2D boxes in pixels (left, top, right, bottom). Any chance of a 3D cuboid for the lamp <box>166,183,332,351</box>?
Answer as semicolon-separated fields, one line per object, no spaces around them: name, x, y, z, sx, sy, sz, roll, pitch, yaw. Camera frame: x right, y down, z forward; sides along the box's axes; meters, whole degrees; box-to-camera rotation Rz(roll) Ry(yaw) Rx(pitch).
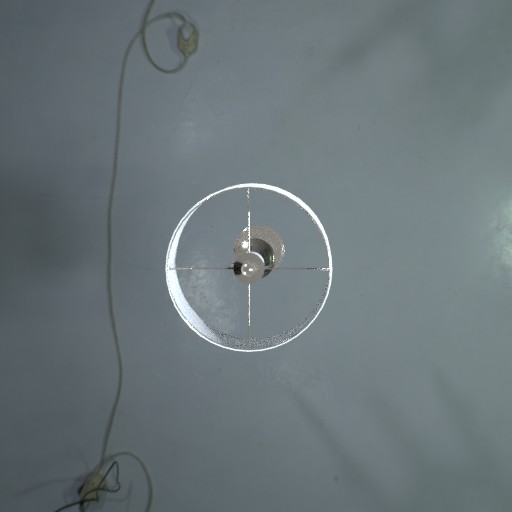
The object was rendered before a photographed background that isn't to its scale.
lamp;0.000;0.000;1.655;0.431;1.488;0.431;0;92;1
